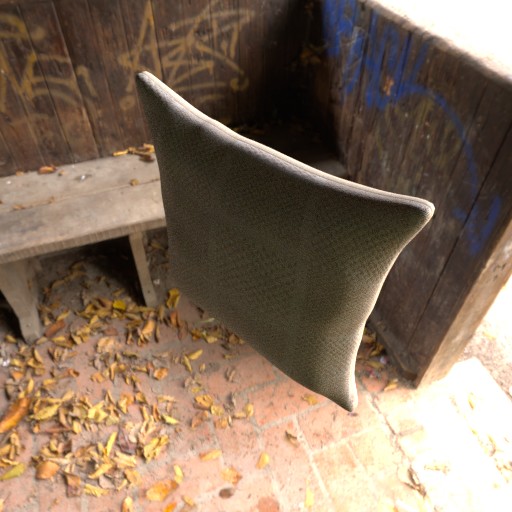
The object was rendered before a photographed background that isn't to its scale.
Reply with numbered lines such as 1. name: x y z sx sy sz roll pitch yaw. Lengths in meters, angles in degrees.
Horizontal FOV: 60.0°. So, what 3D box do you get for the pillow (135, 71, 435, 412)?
1. pillow: 0.000 0.000 0.665 0.436 0.432 0.138 33 55 27
